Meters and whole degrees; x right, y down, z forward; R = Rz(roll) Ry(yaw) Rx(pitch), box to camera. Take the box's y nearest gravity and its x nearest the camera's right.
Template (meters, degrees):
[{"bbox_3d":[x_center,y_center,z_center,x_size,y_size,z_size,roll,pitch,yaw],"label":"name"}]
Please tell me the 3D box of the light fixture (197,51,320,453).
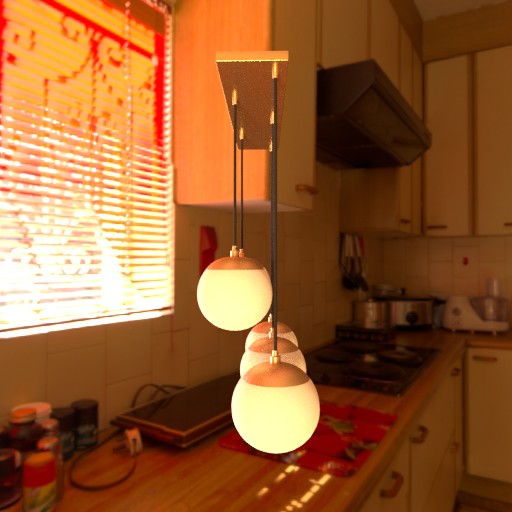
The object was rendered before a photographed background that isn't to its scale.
[{"bbox_3d":[0.000,0.000,1.329,0.299,0.869,0.863,0,-1,1],"label":"light fixture"}]
